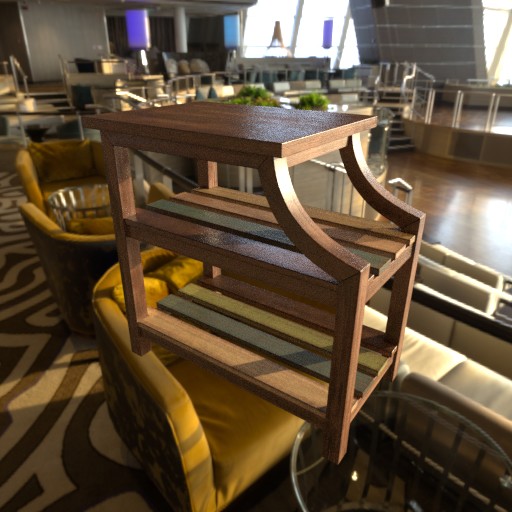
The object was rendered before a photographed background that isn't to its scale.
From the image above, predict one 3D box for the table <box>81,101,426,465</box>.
[{"bbox_3d":[0.000,0.000,0.979,0.609,0.584,0.356,17,30,32],"label":"table"}]
